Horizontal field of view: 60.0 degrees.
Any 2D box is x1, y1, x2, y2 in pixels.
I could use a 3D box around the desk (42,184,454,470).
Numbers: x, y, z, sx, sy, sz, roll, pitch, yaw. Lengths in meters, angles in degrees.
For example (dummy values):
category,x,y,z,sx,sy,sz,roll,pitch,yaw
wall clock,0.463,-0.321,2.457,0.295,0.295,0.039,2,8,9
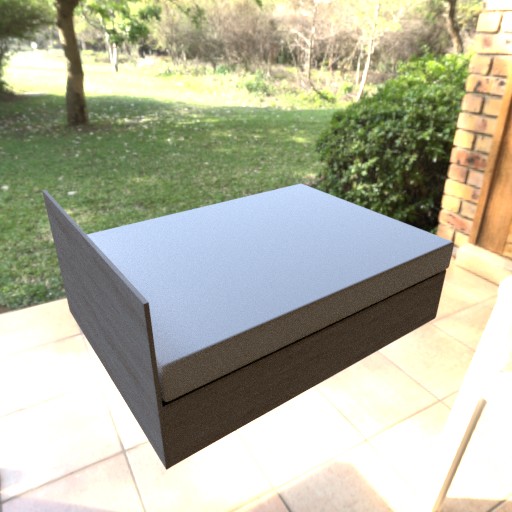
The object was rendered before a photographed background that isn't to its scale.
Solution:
category,x,y,z,sx,sy,sz,roll,pitch,yaw
desk,0.000,0.000,2.613,1.900,0.800,1.400,-18,32,-31
